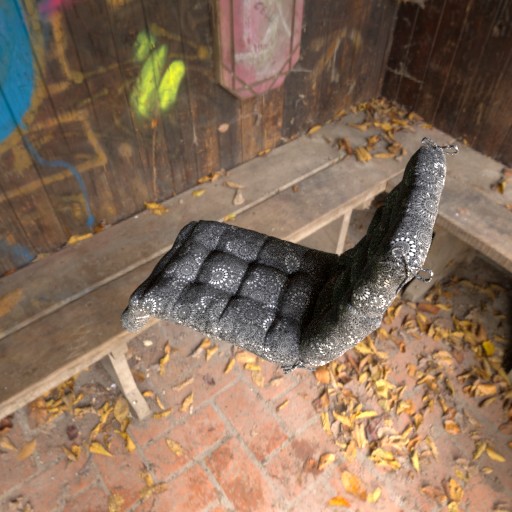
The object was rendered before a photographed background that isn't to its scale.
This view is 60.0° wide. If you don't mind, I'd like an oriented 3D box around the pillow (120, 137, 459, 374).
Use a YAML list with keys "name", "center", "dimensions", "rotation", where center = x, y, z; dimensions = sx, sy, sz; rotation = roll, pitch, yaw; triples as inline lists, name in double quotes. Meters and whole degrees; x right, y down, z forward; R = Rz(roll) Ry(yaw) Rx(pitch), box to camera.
- name: "pillow"
  center: [0.000, 0.000, 1.508]
  dimensions: [1.016, 0.863, 0.526]
  rotation: [18, 50, 15]
